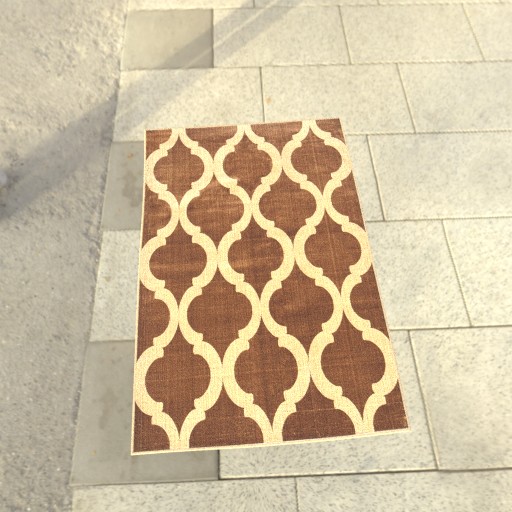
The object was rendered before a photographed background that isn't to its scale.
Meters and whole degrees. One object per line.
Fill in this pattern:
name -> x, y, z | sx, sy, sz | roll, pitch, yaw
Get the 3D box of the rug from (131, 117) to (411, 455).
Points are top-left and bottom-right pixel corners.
rug -> 0.000, 0.000, 2.896 | 1.526, 0.014, 2.290 | -4, 63, -2
